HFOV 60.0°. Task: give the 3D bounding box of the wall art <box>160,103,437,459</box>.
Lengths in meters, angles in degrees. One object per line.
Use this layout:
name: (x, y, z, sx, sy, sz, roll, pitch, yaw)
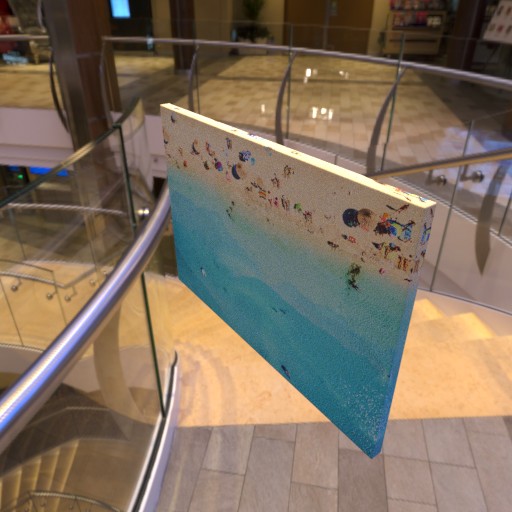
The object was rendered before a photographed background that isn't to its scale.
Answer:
wall art: (0.000, 0.000, 1.444, 0.040, 0.769, 1.136, -21, 36, -31)
